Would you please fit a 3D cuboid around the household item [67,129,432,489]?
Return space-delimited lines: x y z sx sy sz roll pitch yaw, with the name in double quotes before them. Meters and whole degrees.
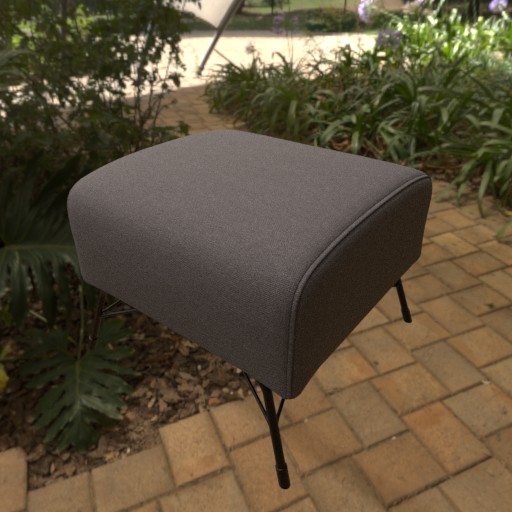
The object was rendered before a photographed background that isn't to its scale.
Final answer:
"household item" 0.000 0.000 0.903 0.530 0.410 0.530 22 37 32
